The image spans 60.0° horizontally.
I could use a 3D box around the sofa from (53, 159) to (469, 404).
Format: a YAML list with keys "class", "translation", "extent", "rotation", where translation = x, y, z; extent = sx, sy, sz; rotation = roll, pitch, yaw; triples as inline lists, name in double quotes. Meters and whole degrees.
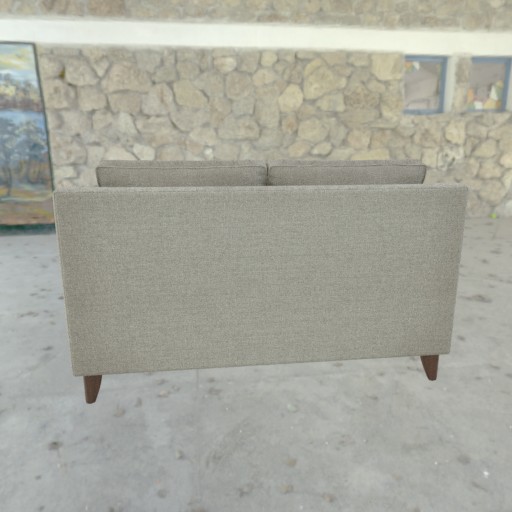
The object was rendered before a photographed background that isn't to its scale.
- class: "sofa"
  translation: [0.000, 0.000, 1.988]
  extent: [1.422, 0.863, 0.915]
  rotation: [-2, 14, -7]
